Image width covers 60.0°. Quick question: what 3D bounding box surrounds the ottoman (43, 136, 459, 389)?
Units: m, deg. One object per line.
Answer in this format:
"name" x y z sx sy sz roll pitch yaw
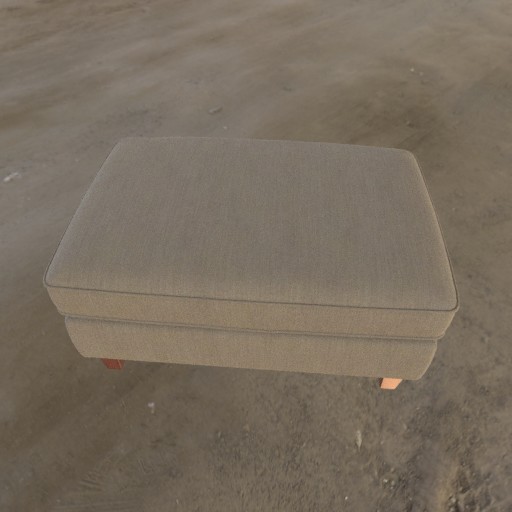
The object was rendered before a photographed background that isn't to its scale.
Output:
"ottoman" 0.000 0.000 1.300 0.941 0.480 0.636 3 46 3
